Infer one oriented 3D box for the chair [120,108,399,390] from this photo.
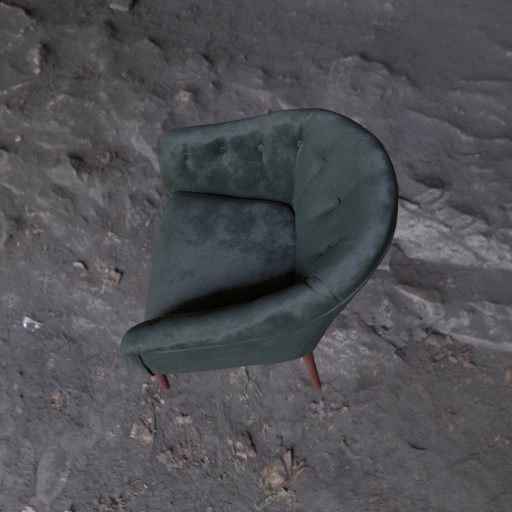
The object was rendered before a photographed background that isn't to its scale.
[{"bbox_3d":[0.000,0.000,1.541,0.776,0.885,0.851,2,58,1],"label":"chair"}]
